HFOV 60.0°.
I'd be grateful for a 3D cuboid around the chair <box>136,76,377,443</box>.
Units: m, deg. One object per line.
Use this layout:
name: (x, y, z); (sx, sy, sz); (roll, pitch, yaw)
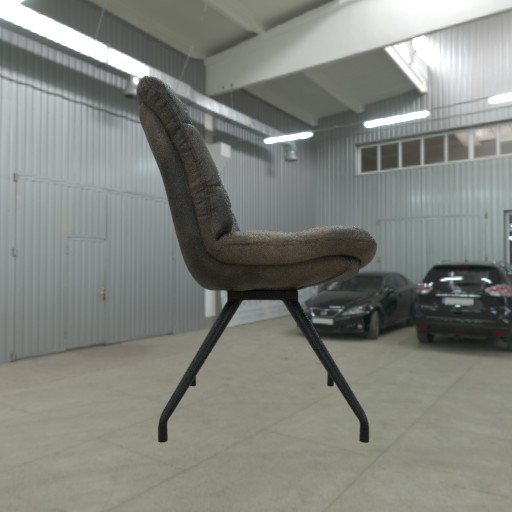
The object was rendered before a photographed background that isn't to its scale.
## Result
chair: (0.000, 0.000, 1.278); (0.622, 0.870, 0.549); (0, -1, 0)
